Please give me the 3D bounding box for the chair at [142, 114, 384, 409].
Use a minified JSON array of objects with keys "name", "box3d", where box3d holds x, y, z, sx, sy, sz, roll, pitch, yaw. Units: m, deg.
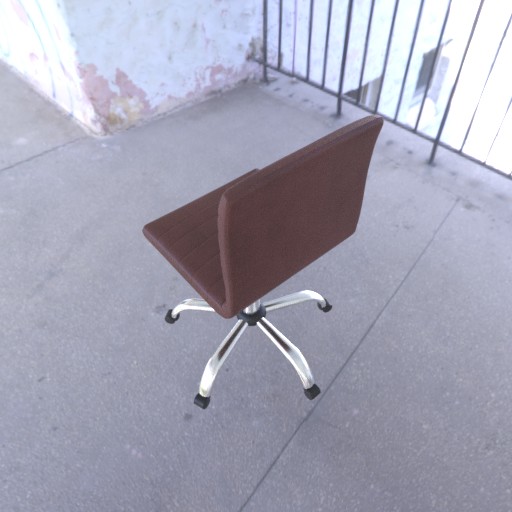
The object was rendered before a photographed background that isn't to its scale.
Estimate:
[{"name":"chair","box3d":[0.000,0.000,1.131,0.556,0.780,0.530,-32,55,-27]}]
